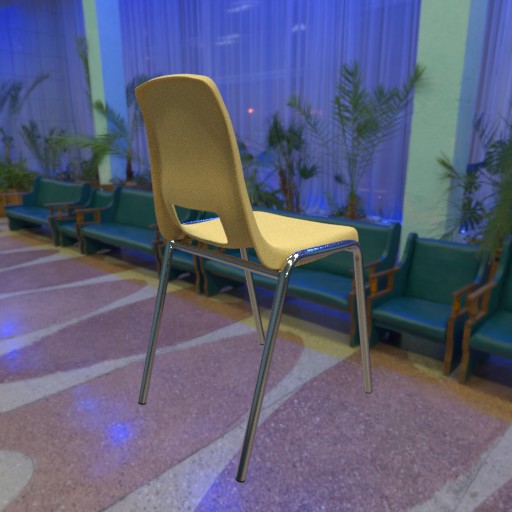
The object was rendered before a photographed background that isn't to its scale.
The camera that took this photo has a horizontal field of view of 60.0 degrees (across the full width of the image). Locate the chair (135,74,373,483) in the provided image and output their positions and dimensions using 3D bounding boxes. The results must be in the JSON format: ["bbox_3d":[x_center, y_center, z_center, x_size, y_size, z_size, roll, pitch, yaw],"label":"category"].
[{"bbox_3d":[0.000,0.000,0.970,0.381,0.704,0.436,15,22,43],"label":"chair"}]
